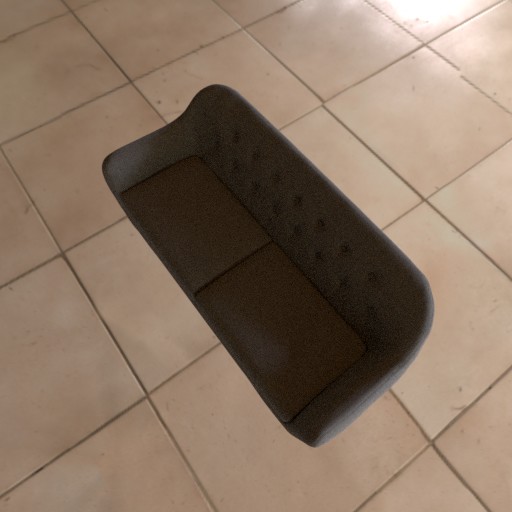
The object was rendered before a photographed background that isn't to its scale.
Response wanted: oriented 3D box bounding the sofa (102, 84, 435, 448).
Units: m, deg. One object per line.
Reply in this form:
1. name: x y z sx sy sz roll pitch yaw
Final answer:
1. sofa: 0.000 0.000 2.352 0.820 0.820 1.840 -34 68 -16
